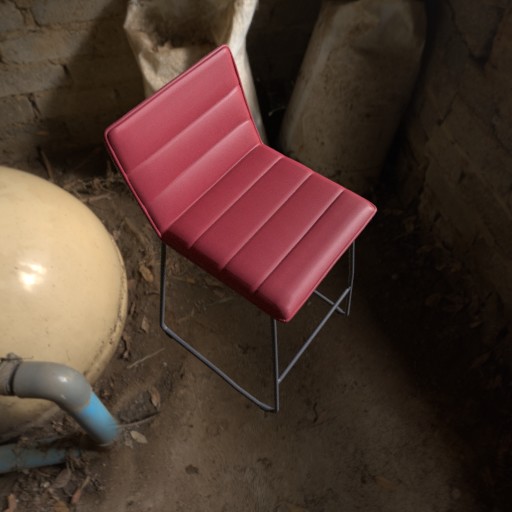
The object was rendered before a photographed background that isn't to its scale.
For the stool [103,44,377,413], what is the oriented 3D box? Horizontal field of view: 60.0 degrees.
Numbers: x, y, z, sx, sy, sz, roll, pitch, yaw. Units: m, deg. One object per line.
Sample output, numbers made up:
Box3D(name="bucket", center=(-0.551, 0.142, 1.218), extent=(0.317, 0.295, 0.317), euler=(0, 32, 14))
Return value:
Box3D(name="stool", center=(0.000, 0.000, 1.263), extent=(0.524, 0.937, 0.489), euler=(34, 64, 19))
